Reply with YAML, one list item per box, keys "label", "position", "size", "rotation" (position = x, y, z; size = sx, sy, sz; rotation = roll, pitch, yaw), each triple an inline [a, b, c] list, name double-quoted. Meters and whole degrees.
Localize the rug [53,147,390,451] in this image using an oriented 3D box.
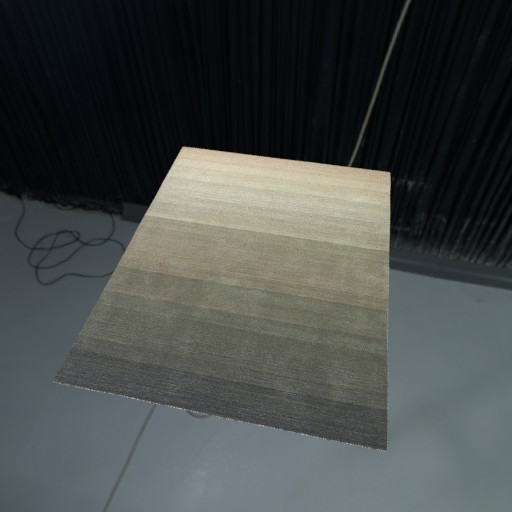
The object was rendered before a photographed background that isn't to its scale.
- label: "rug"
  position: [0.000, 0.000, 3.920]
  size: [2.315, 0.015, 2.932]
  rotation: [9, 49, 8]
